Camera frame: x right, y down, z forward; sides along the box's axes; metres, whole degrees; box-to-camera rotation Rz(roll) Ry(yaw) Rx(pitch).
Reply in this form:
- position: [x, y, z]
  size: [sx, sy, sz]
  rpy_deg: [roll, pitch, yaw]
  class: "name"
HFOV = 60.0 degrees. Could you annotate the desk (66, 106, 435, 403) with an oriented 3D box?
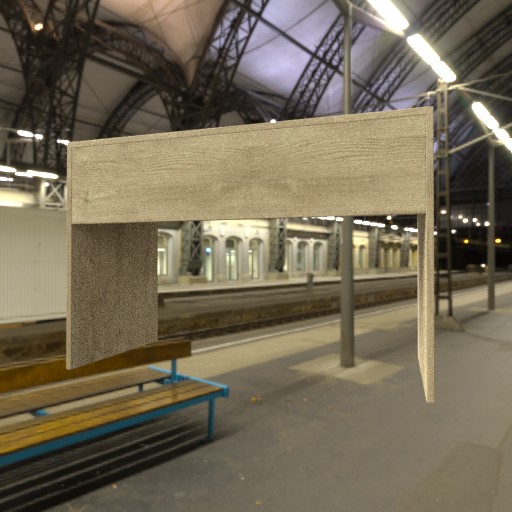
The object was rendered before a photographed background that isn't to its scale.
- position: [0.000, 0.000, 1.523]
  size: [1.100, 0.730, 0.560]
  rpy_deg: [0, -1, 18]
  class: "desk"
